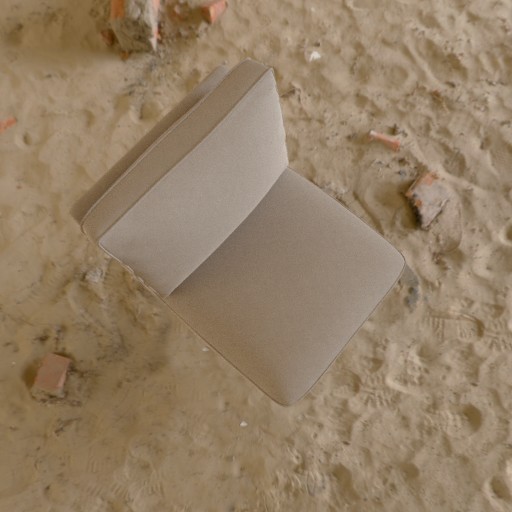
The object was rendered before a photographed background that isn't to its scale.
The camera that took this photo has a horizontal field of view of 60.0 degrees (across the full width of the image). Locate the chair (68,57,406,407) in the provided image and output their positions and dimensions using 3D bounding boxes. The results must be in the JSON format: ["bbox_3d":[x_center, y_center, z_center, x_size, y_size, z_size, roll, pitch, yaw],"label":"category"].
[{"bbox_3d":[0.000,0.000,1.659,0.912,1.052,0.724,40,78,10],"label":"chair"}]
